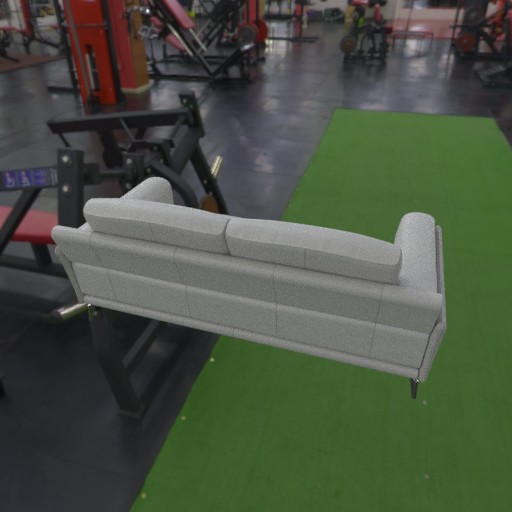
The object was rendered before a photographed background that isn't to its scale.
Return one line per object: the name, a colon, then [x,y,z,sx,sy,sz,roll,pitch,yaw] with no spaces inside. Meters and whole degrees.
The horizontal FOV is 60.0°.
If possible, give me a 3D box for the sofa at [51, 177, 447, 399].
sofa: [0.000,0.000,2.685,2.101,0.930,1.049,10,34,15]
